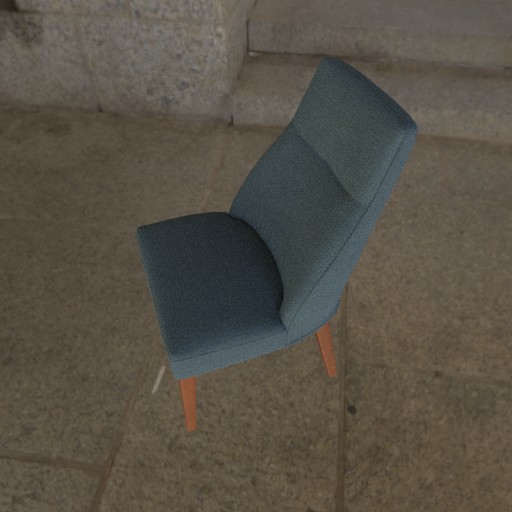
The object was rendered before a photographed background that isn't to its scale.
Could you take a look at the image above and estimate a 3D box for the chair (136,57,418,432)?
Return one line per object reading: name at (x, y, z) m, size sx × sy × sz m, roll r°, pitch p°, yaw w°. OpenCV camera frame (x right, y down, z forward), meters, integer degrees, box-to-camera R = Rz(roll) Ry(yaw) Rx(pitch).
chair at (0.000, 0.000, 1.266) m, size 0.620 × 0.930 × 0.500 m, roll -15°, pitch 48°, yaw -14°
